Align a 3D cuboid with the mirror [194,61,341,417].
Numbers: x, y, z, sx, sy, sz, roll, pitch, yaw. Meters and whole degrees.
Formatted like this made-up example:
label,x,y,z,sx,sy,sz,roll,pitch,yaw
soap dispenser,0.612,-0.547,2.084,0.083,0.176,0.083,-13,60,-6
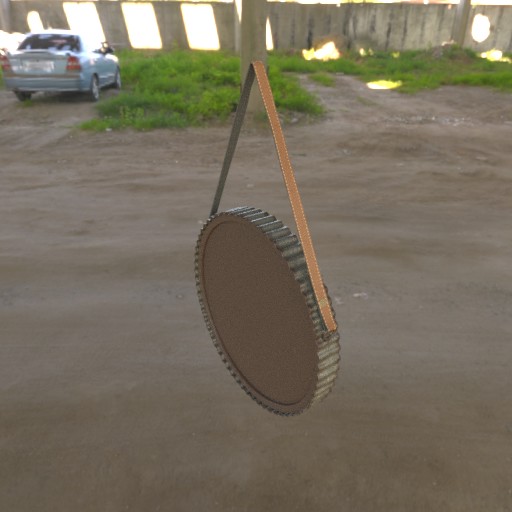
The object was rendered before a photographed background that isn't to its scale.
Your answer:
label,x,y,z,sx,sy,sz,roll,pitch,yaw
mirror,0.000,0.000,0.705,0.042,0.568,0.355,-18,32,-32
